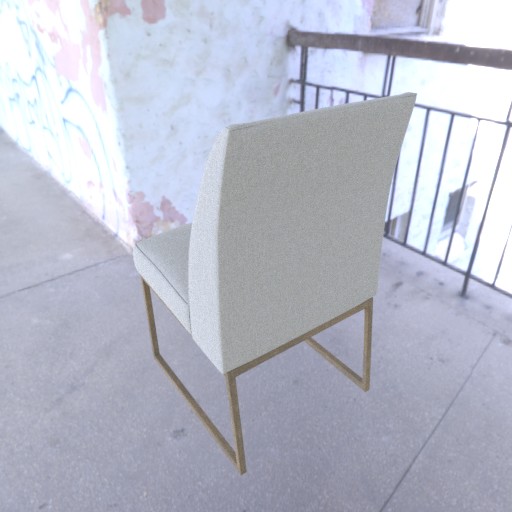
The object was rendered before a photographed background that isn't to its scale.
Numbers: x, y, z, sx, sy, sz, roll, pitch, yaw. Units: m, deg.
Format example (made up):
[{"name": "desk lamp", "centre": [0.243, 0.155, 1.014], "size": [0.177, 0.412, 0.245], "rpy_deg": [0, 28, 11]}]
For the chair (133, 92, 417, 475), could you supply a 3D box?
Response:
[{"name": "chair", "centre": [0.000, 0.000, 1.187], "size": [0.508, 0.863, 0.522], "rpy_deg": [-21, 37, -30]}]
